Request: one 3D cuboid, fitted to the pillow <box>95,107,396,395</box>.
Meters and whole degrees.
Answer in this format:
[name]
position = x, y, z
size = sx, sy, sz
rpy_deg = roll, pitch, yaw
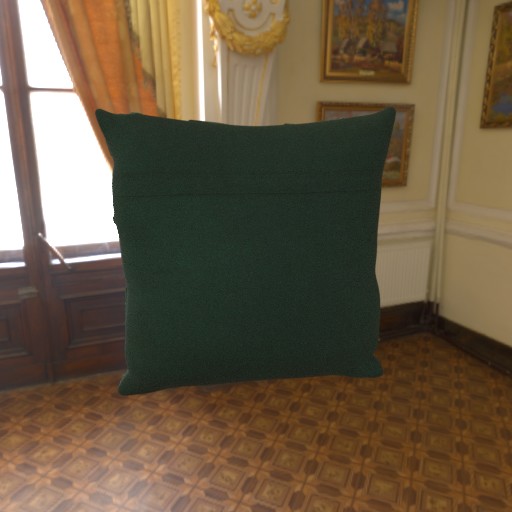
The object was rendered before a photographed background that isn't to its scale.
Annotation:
[pillow]
position = 0.000, 0.000, 0.682
size = 0.439, 0.440, 0.184
rpy_deg = -2, 15, -9
